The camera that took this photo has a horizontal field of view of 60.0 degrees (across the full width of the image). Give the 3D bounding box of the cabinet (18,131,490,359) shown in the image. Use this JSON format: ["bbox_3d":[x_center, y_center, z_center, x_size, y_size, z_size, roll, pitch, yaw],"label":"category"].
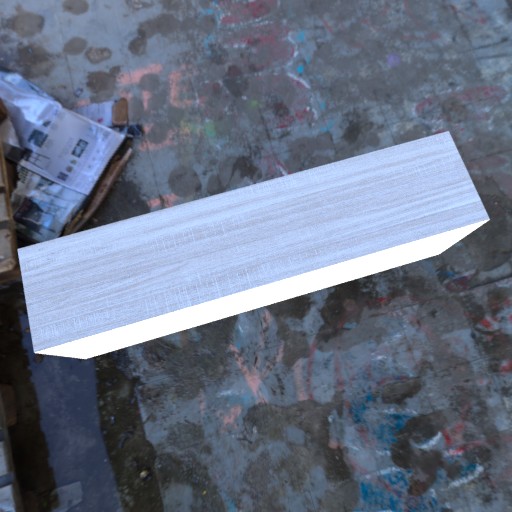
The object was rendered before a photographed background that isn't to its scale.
[{"bbox_3d":[0.000,0.000,2.488,2.200,0.780,0.500,-16,75,-4],"label":"cabinet"}]
